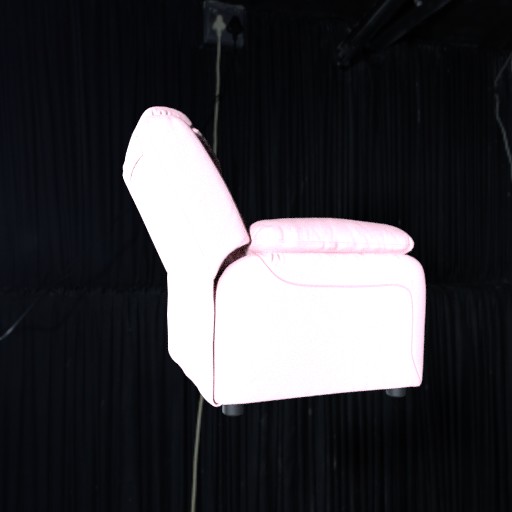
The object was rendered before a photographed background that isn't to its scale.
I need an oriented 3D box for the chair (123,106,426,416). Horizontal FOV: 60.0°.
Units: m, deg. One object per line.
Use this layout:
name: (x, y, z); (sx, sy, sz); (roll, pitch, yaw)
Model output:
chair: (0.000, 0.000, 1.266); (0.709, 0.702, 0.680); (0, -1, -20)
